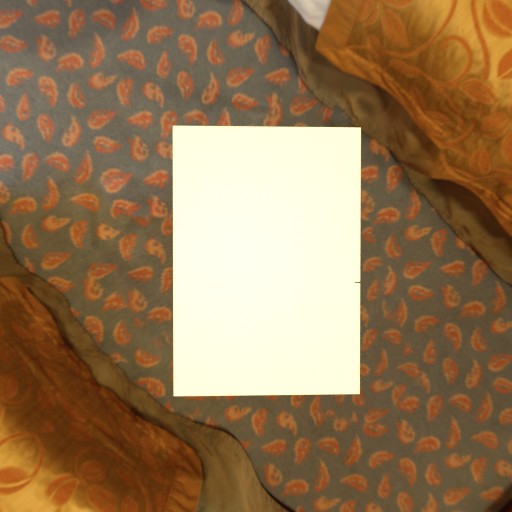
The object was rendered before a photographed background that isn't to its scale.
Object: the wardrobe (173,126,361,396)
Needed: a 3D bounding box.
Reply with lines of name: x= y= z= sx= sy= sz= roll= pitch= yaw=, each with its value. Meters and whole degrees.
wardrobe: x=0.000 y=0.000 z=2.439 sx=0.600 sy=2.040 sz=0.860 roll=0 pitch=91 yaw=-2
